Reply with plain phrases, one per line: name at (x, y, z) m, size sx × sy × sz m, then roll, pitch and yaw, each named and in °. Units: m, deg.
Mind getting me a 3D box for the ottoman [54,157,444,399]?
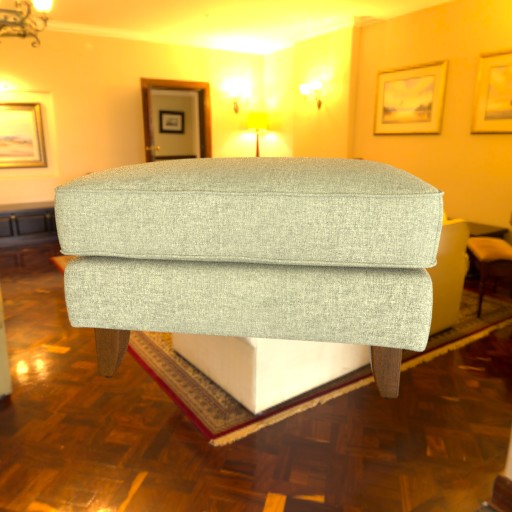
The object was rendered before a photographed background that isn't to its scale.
ottoman at (0.000, 0.000, 1.301) m, size 0.889 × 0.561 × 0.661 m, roll 2°, pitch 15°, yaw 8°
